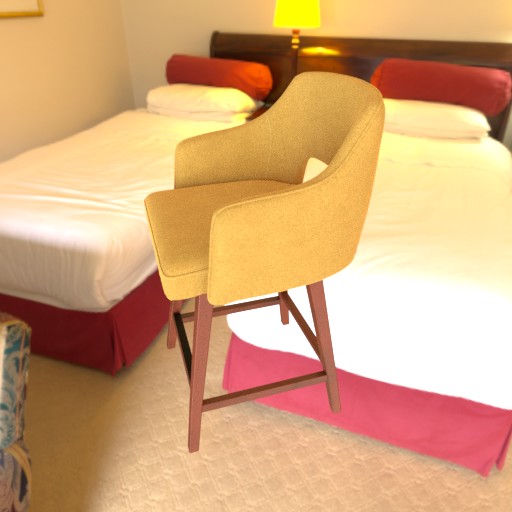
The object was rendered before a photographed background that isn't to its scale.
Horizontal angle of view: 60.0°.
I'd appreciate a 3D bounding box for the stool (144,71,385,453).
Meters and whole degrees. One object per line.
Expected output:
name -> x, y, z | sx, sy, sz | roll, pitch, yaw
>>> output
stool -> 0.000, 0.000, 1.258 | 0.558, 0.924, 0.548 | -9, 32, -15
